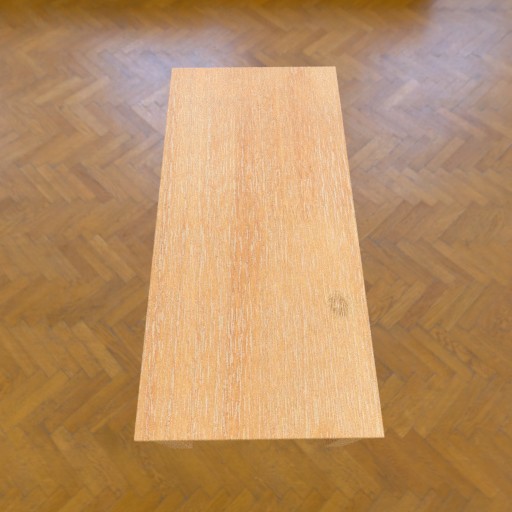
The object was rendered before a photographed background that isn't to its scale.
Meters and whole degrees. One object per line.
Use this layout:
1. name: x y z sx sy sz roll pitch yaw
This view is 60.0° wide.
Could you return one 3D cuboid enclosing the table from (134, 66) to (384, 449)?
1. table: 0.000 0.000 1.283 0.483 0.457 1.016 -1 63 0
